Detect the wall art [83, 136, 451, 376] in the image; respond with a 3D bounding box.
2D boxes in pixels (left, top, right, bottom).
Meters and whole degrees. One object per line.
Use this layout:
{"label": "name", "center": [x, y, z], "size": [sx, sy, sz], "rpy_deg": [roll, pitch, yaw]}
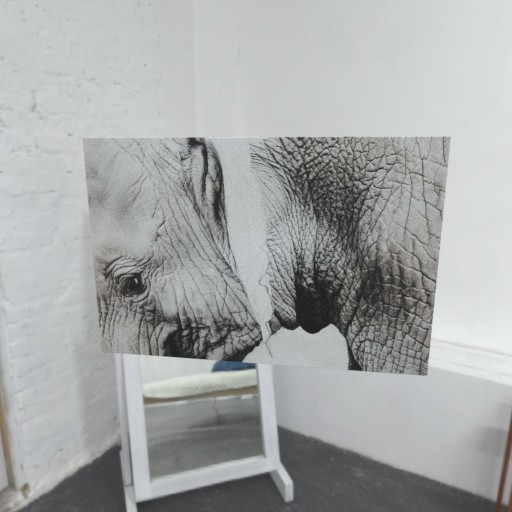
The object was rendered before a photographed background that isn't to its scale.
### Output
{"label": "wall art", "center": [0.000, 0.000, 1.465], "size": [1.141, 0.758, 0.035], "rpy_deg": [2, 14, 9]}
